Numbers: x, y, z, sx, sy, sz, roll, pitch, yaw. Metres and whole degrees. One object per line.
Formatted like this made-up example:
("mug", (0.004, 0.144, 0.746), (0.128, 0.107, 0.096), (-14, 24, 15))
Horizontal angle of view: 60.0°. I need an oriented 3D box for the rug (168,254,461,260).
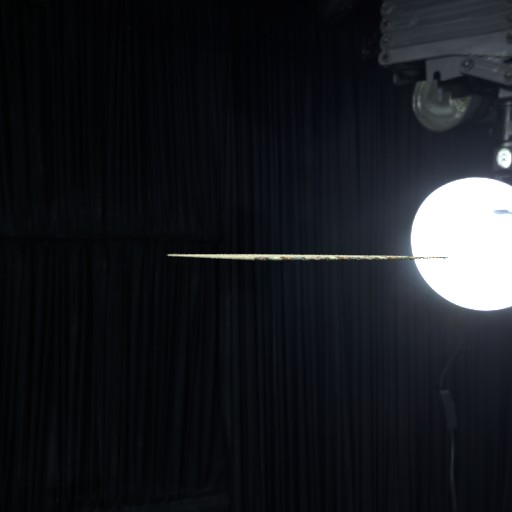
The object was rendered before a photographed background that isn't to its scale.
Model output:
("rug", (0.000, 0.000, 2.645), (0.769, 0.013, 2.440), (0, 0, -18))
